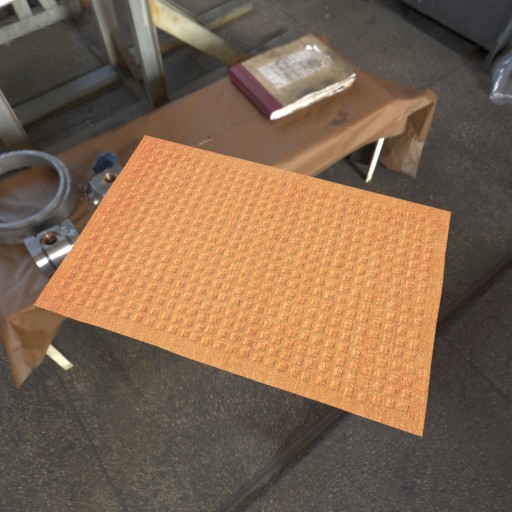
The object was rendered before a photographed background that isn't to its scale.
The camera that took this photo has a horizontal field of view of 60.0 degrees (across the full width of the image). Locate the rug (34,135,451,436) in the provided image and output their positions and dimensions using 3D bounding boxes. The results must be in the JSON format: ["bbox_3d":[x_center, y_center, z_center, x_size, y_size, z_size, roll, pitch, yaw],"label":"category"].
[{"bbox_3d":[0.000,0.000,2.149,1.747,0.006,1.143,16,60,9],"label":"rug"}]
